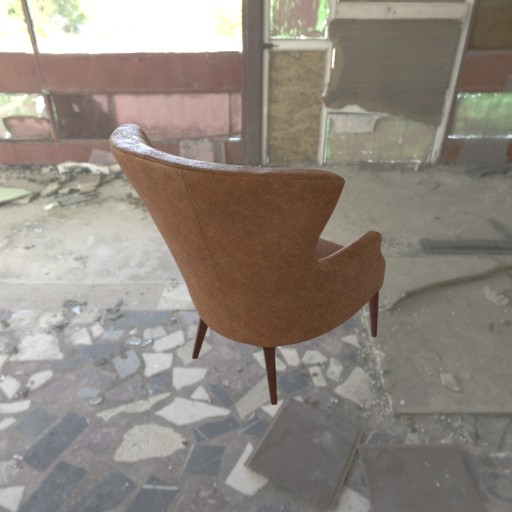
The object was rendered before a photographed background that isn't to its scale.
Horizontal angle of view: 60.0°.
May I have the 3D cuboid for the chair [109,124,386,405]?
[{"bbox_3d":[0.000,0.000,1.737,0.846,1.067,0.955,21,37,30],"label":"chair"}]
